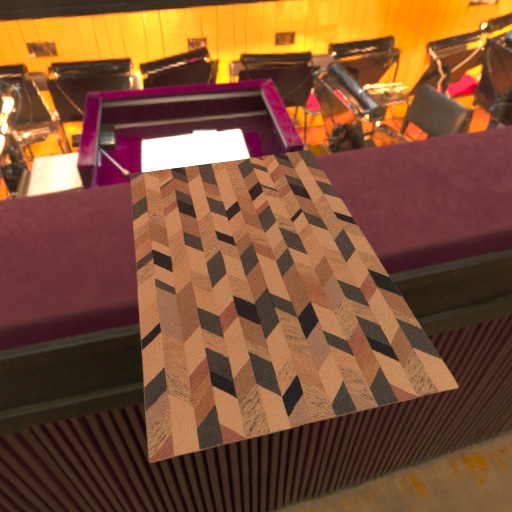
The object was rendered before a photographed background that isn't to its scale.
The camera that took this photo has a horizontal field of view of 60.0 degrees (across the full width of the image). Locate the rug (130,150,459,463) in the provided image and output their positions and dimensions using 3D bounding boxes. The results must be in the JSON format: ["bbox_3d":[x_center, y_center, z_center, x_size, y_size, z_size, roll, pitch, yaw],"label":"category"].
[{"bbox_3d":[0.000,0.000,2.260,1.202,0.006,1.813,-10,45,-10],"label":"rug"}]
